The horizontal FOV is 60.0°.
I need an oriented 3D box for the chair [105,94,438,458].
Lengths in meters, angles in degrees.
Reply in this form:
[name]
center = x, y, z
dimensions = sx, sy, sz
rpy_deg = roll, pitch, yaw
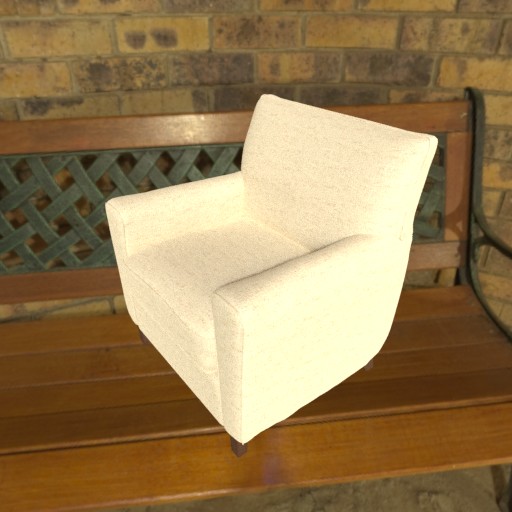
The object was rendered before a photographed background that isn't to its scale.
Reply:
[chair]
center = 0.000, 0.000, 1.639
dimensions = 0.823, 0.943, 0.870
rpy_deg = -22, 37, -32
